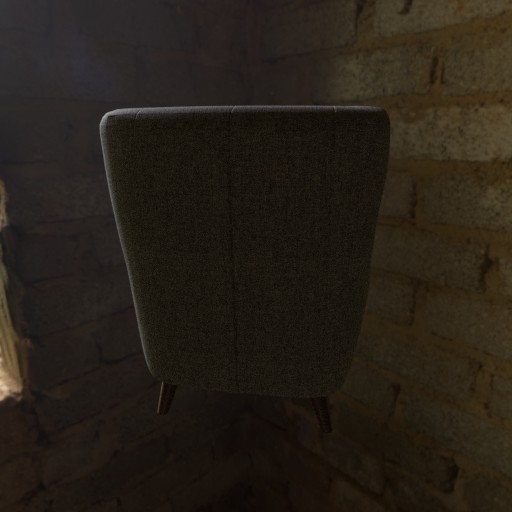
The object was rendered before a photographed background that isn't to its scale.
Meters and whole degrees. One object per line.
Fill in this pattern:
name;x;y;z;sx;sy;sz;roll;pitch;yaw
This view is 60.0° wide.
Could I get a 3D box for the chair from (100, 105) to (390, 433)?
chair;0.000;0.000;1.719;0.878;1.063;0.904;3;16;9
